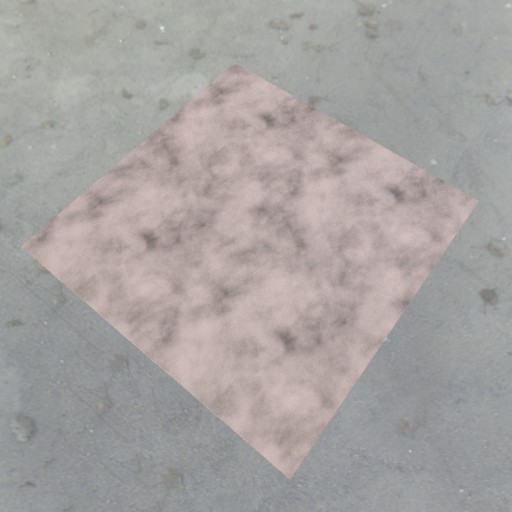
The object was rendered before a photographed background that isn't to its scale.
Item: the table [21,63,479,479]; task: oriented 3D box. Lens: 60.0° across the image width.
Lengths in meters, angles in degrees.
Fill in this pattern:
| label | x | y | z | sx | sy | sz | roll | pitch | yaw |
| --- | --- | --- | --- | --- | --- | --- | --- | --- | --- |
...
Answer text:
| label | x | y | z | sx | sy | sz | roll | pitch | yaw |
| --- | --- | --- | --- | --- | --- | --- | --- | --- | --- |
| table | 0.000 | 0.000 | 1.047 | 0.670 | 0.305 | 0.670 | 35 | 69 | 16 |
